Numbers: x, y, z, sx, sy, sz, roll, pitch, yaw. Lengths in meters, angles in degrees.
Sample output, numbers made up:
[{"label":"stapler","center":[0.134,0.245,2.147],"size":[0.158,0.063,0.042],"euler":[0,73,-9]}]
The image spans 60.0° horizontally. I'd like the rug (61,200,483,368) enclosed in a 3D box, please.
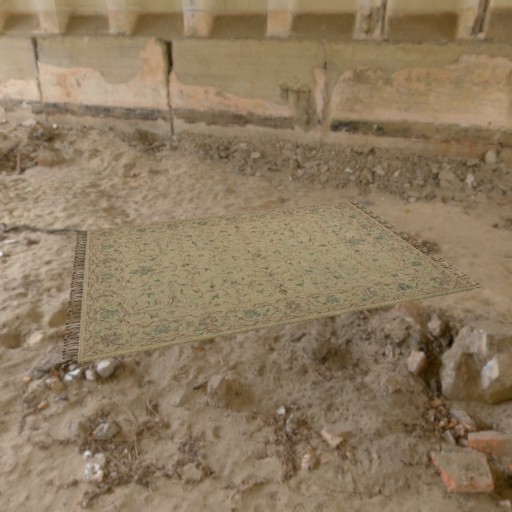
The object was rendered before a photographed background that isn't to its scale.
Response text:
[{"label":"rug","center":[0.000,0.000,2.301],"size":[1.802,0.008,1.247],"euler":[-8,28,-15]}]
